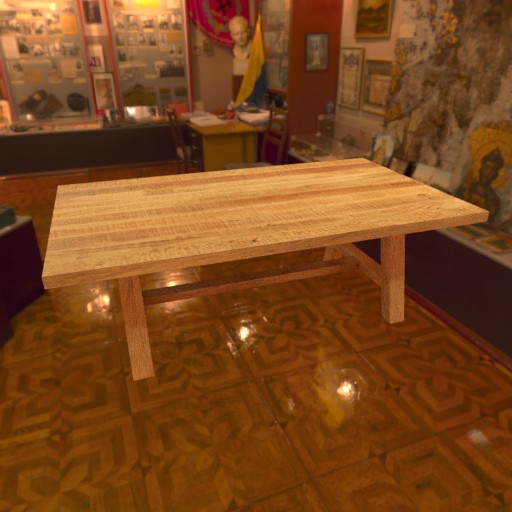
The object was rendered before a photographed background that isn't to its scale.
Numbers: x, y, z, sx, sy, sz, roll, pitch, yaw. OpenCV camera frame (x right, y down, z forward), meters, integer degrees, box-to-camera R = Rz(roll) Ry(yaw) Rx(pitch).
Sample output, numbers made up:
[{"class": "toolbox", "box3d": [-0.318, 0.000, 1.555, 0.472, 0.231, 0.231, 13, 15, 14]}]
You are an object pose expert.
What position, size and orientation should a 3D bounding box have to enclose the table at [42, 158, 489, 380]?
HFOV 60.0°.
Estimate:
[{"class": "table", "box3d": [0.000, 0.000, 1.647, 1.320, 0.455, 0.760, -9, 27, -17]}]
